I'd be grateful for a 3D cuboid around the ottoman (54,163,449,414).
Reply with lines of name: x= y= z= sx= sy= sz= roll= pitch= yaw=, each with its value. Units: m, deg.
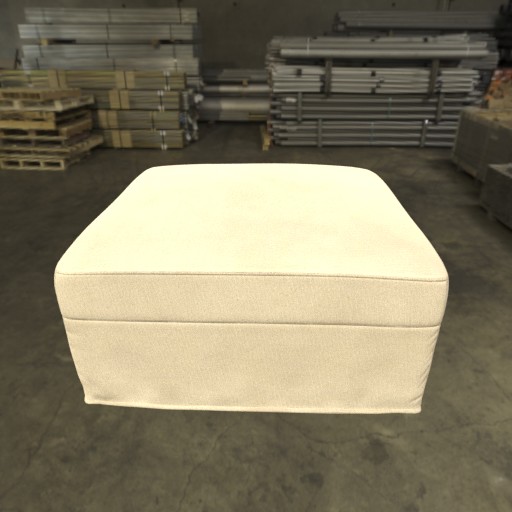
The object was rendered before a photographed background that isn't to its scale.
ottoman: x=0.000 y=0.000 z=1.334 sx=0.843 sy=0.441 sz=0.842 roll=1 pitch=26 yaw=2
